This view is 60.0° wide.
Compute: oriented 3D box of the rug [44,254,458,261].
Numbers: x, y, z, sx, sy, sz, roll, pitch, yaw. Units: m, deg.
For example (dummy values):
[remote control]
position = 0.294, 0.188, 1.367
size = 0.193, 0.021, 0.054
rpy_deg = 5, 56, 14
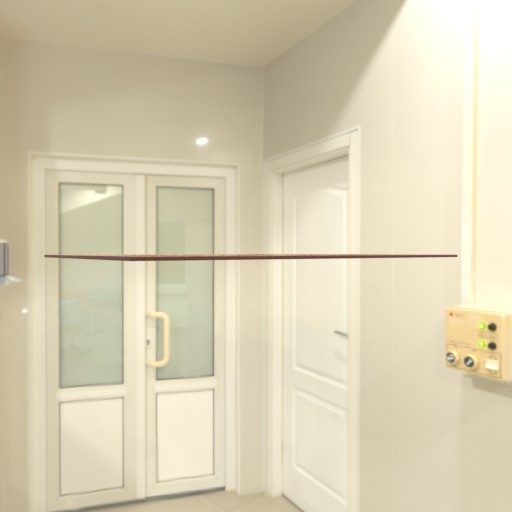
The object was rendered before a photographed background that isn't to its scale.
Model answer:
[rug]
position = 0.000, 0.000, 5.884
size = 4.578, 0.033, 3.033
rpy_deg = 0, 1, -37
